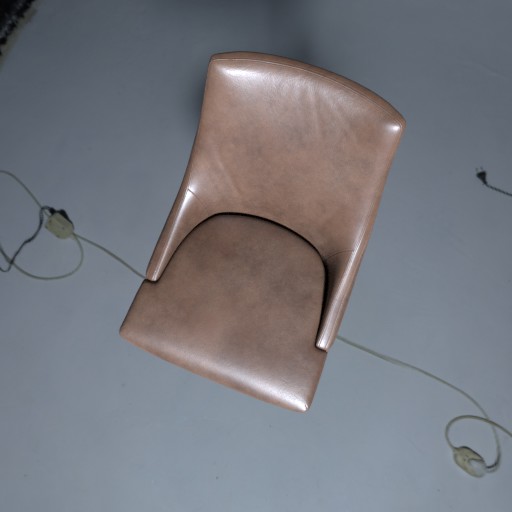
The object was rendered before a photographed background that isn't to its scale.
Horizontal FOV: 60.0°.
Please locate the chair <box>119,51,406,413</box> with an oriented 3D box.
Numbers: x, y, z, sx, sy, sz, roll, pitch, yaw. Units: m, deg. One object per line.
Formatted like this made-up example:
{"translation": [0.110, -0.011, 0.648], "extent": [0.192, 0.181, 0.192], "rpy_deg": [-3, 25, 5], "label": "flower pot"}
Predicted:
{"translation": [0.000, 0.000, 1.488], "extent": [0.701, 0.909, 0.861], "rpy_deg": [21, 76, 6], "label": "chair"}
